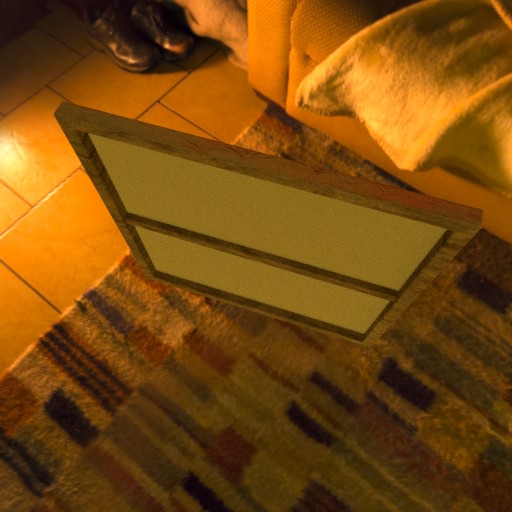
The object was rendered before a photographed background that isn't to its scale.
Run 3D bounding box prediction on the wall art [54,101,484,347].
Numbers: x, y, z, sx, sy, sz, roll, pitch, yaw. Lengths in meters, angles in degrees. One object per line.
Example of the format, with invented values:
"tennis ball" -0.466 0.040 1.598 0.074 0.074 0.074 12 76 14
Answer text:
"wall art" 0.000 0.000 1.077 0.747 0.747 0.035 16 65 8
